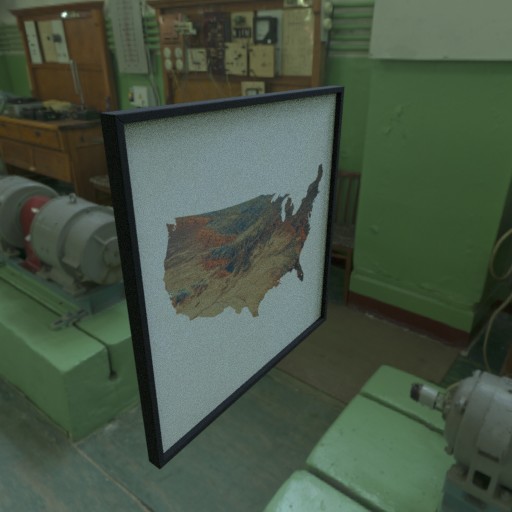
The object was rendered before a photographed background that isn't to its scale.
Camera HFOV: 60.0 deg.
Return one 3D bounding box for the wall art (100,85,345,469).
[{"bbox_3d":[0.000,0.000,1.117,0.038,0.762,0.762,18,30,33],"label":"wall art"}]
